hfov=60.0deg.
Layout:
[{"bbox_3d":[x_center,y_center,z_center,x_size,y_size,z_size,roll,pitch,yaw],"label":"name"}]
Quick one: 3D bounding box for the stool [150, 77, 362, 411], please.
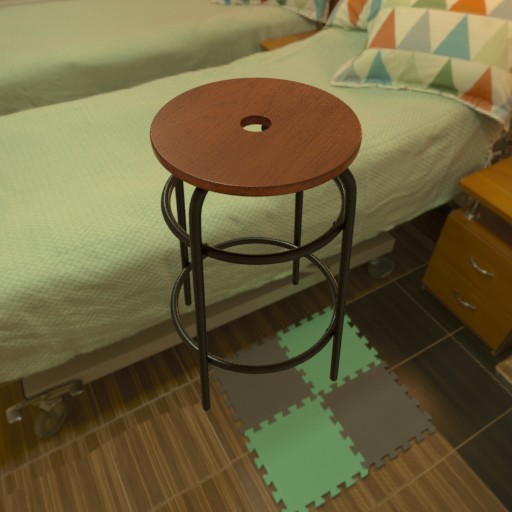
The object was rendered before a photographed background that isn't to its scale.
[{"bbox_3d":[0.000,0.000,0.925,0.455,0.610,0.455,24,50,21],"label":"stool"}]
